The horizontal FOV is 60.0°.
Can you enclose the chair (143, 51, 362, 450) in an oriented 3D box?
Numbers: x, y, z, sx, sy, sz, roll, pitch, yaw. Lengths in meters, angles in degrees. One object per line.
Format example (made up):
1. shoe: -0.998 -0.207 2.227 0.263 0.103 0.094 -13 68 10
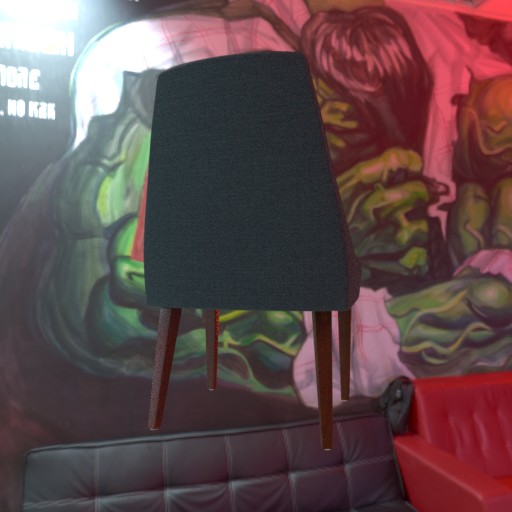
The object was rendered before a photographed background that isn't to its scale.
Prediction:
1. chair: 0.000 0.000 1.196 0.529 0.861 0.544 -1 -2 17
